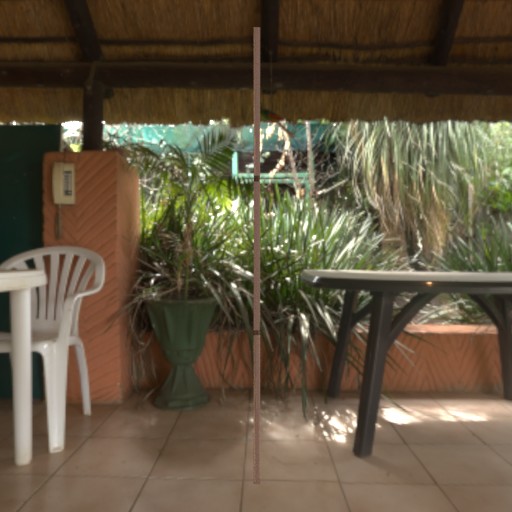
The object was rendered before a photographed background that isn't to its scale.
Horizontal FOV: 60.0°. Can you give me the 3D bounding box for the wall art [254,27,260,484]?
[{"bbox_3d":[0.000,0.000,1.344,0.013,0.914,0.915,0,0,0],"label":"wall art"}]
